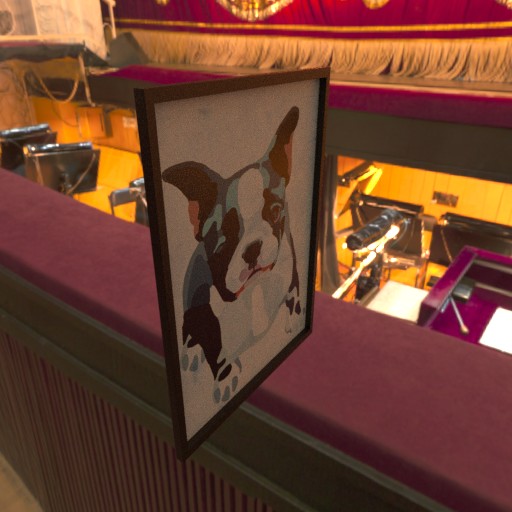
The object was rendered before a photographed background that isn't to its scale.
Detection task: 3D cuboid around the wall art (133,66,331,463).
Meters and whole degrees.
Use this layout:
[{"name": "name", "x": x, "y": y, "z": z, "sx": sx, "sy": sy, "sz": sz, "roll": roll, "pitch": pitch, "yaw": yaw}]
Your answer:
[{"name": "wall art", "x": 0.000, "y": 0.000, "z": 1.354, "sx": 0.030, "sy": 1.027, "sz": 0.774, "roll": 18, "pitch": 32, "yaw": 31}]
